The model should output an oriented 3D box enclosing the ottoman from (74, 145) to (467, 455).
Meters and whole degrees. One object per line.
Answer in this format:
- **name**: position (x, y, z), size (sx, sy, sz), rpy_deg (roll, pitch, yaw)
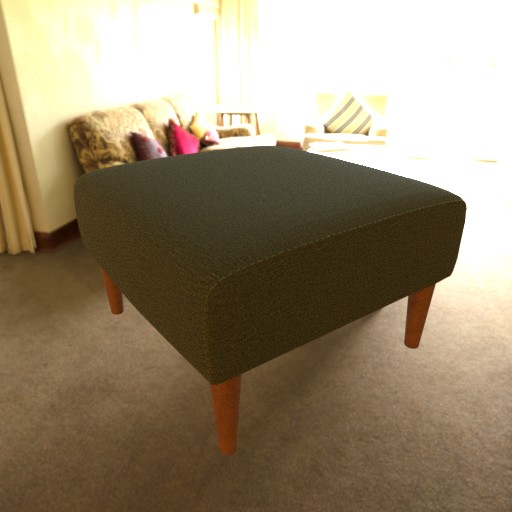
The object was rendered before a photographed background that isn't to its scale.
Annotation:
- **ottoman**: position (0.000, 0.000, 1.039), size (0.649, 0.398, 0.650), rpy_deg (-17, 30, -32)
